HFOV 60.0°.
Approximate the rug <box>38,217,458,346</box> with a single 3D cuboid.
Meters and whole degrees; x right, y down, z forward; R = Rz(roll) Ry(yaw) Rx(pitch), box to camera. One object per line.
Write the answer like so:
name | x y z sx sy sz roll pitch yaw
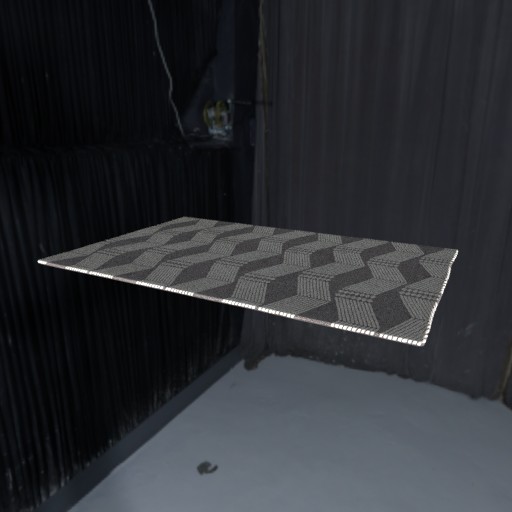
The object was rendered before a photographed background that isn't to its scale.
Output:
rug | 0.000 0.000 2.302 1.833 0.016 1.210 9 19 27
